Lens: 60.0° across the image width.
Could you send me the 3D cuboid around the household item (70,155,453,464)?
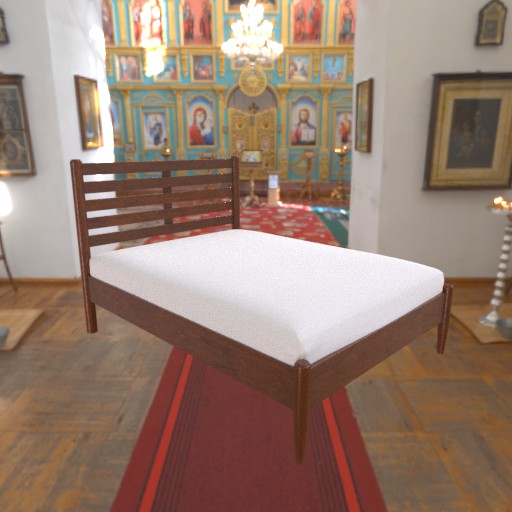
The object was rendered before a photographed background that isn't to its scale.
[{"bbox_3d":[0.000,0.000,3.213,2.232,1.356,1.663,14,20,43],"label":"household item"}]
